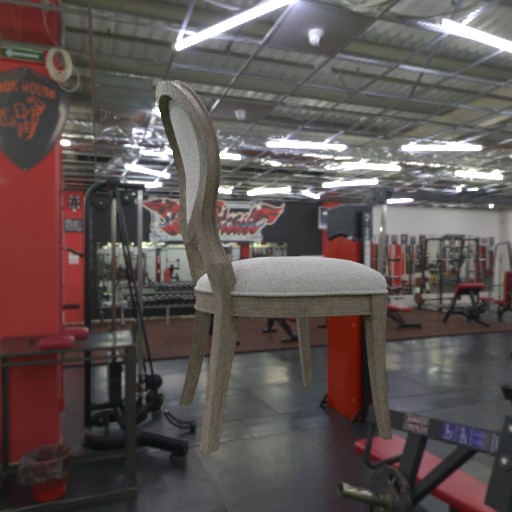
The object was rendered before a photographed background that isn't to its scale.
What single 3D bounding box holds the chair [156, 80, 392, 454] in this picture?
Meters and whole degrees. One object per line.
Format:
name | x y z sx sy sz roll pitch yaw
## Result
chair | 0.000 0.000 1.360 0.602 0.990 0.558 0 0 -18
